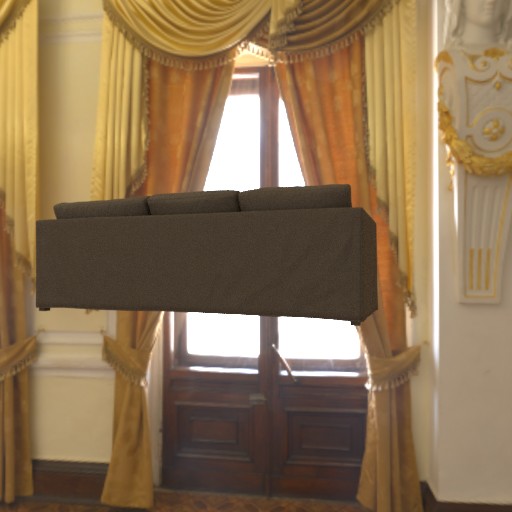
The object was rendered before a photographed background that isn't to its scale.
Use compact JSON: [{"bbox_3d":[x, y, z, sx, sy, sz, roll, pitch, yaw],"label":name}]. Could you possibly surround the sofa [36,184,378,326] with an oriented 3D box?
[{"bbox_3d":[0.000,0.000,4.416,2.432,0.871,3.182,0,-1,19],"label":"sofa"}]
